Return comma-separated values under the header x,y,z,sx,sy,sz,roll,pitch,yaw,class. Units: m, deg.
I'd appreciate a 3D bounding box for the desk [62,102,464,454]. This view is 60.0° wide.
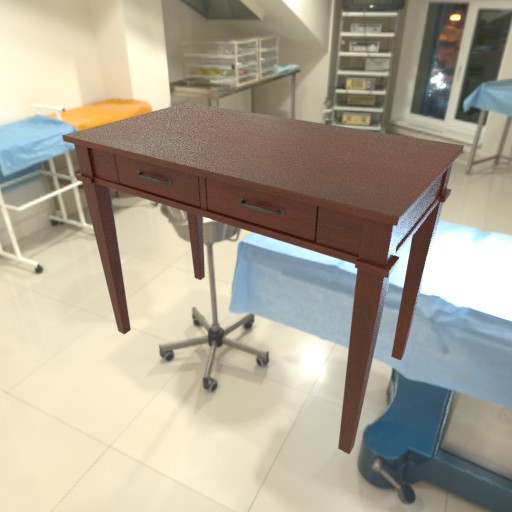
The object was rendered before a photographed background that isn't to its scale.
x,y,z,sx,sy,sz,roll,pitch,yaw,class
0.000,0.000,1.447,1.001,0.762,0.549,19,35,29,desk
